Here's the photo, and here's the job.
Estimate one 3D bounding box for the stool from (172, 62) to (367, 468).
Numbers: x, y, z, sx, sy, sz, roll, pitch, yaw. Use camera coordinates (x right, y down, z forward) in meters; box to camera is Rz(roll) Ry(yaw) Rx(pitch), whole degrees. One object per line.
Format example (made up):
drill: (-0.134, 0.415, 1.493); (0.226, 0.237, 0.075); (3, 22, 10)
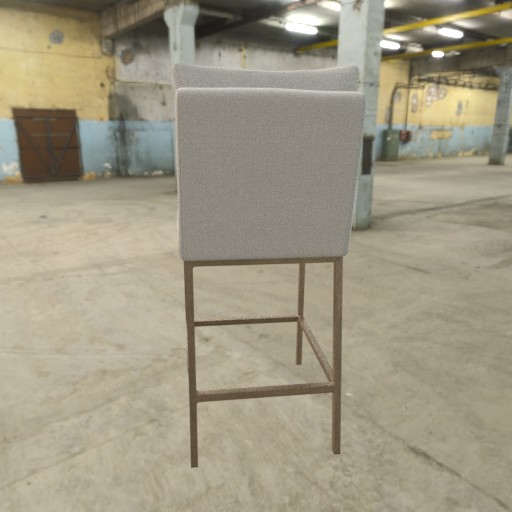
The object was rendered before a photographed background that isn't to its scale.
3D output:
stool: (0.000, 0.000, 1.346); (0.463, 1.032, 0.572); (-2, 15, -8)
